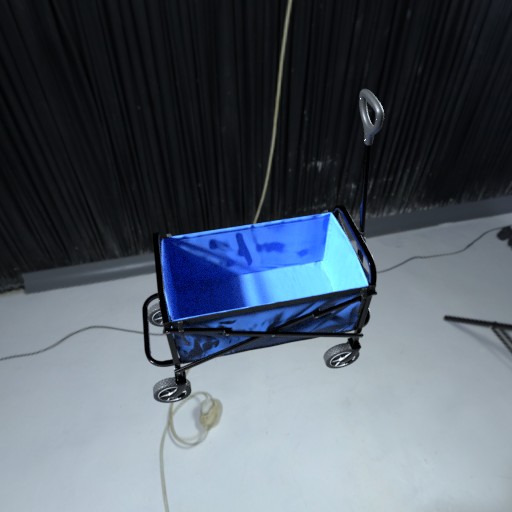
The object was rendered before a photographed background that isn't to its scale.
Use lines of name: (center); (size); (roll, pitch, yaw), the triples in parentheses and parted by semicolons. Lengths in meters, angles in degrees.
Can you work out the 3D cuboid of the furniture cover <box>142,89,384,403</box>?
furniture cover: (0.000, 0.000, 1.798); (1.038, 1.295, 0.532); (-9, 48, -9)
